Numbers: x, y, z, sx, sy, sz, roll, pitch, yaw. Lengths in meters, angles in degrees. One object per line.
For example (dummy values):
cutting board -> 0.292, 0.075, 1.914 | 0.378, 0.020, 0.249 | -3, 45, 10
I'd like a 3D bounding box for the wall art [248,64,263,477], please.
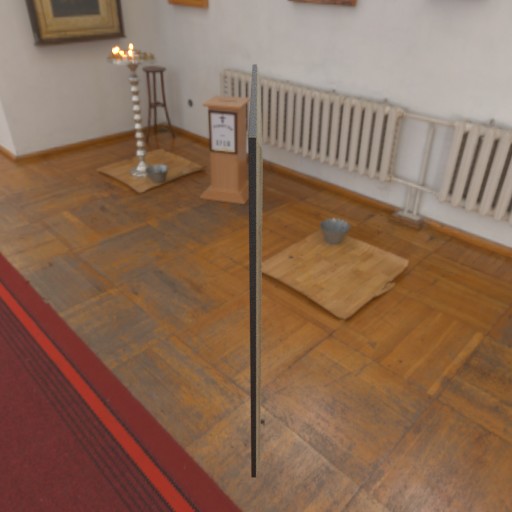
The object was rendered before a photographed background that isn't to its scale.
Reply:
wall art -> 0.000, 0.000, 0.921 | 0.018, 0.660, 0.559 | 0, 31, 0
